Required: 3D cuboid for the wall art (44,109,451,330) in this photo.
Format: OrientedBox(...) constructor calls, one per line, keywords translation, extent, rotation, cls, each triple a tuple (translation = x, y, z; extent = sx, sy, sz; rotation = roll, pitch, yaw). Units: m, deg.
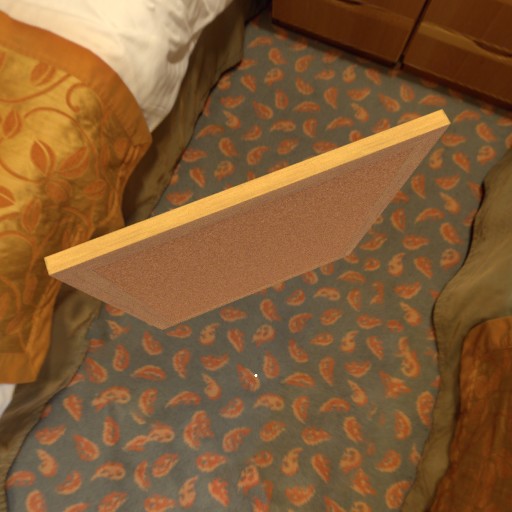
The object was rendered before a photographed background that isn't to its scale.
OrientedBox(translation=(0.000, 0.000, 0.744), extent=(0.460, 0.561, 0.020), rotation=(-21, 76, -6), cls="wall art")
